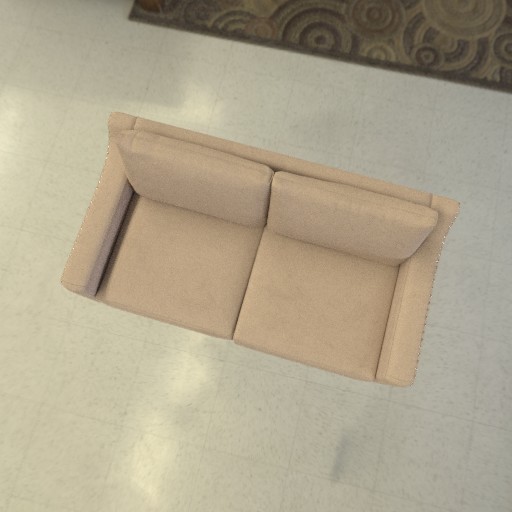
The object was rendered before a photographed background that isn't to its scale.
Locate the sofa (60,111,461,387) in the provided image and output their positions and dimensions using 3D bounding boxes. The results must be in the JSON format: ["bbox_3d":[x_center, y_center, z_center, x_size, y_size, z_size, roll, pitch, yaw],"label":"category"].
[{"bbox_3d":[0.000,0.000,2.574,1.967,0.901,1.030,16,77,4],"label":"sofa"}]
